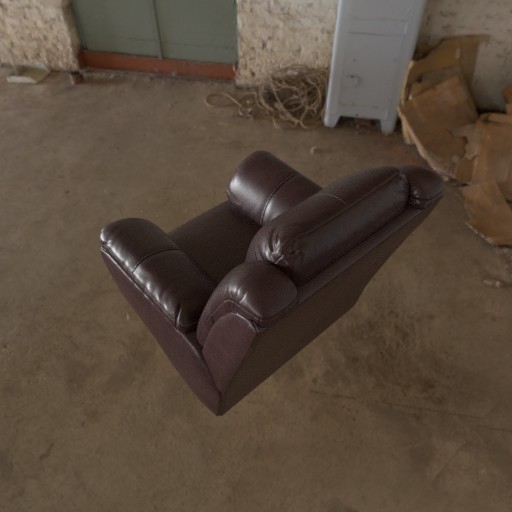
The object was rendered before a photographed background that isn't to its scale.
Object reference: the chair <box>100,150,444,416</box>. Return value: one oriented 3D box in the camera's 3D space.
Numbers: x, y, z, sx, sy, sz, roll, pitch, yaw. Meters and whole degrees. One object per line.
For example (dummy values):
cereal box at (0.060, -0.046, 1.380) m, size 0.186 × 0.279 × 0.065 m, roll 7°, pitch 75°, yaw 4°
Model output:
chair at (0.000, 0.000, 1.919) m, size 0.990 × 1.093 × 1.041 m, roll -33°, pitch 54°, yaw -28°
